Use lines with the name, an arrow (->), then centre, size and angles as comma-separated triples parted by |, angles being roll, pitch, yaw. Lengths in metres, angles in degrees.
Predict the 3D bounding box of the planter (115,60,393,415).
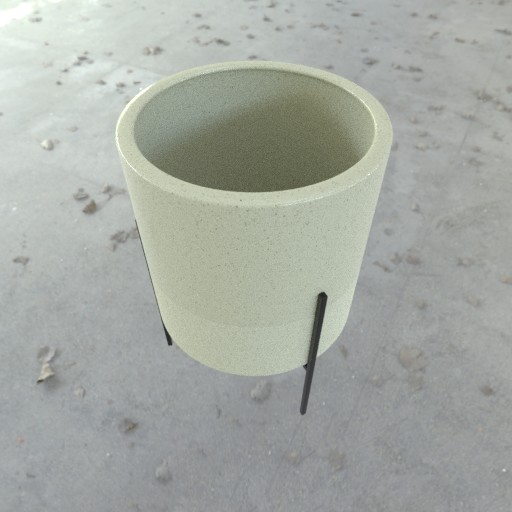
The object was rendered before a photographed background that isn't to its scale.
planter -> 0.000, 0.000, 0.684 | 0.314, 0.475, 0.323 | 22, 50, 20
